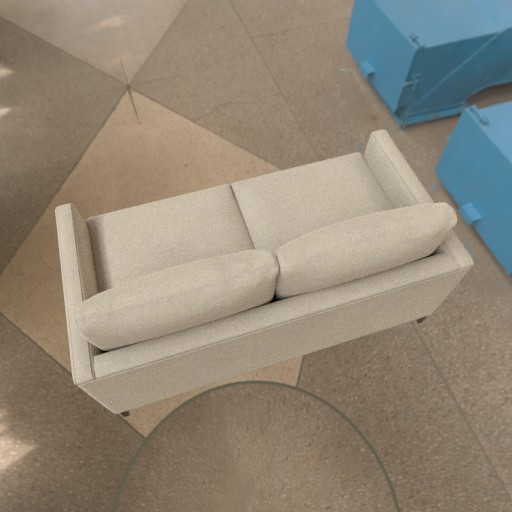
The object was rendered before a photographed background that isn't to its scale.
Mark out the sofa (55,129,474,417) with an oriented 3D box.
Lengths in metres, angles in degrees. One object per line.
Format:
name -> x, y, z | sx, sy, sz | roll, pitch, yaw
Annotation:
sofa -> 0.000, 0.000, 2.103 | 1.682, 0.840, 0.875 | -15, 60, -9
